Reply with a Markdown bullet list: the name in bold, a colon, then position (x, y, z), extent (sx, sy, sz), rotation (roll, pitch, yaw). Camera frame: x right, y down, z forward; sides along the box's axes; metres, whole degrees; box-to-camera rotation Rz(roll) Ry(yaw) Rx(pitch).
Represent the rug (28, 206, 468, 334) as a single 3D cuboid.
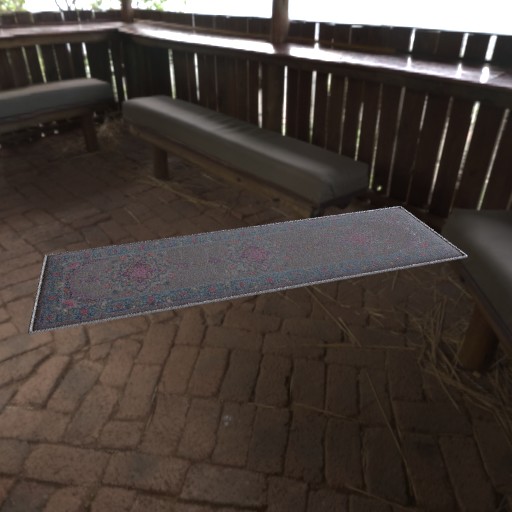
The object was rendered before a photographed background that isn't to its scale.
- **rug**: position (0.000, 0.000, 1.994), extent (1.827, 0.012, 0.553), rotation (-9, 32, -14)
